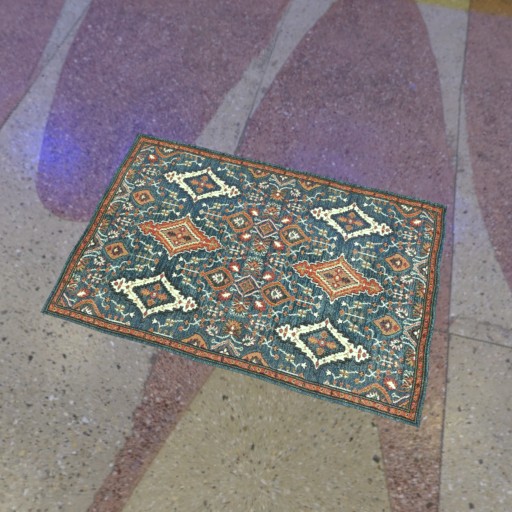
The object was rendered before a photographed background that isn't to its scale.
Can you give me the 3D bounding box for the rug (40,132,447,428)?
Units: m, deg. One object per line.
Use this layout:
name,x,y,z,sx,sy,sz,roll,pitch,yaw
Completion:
rug,0.000,0.000,4.167,3.371,0.008,2.190,15,64,7
